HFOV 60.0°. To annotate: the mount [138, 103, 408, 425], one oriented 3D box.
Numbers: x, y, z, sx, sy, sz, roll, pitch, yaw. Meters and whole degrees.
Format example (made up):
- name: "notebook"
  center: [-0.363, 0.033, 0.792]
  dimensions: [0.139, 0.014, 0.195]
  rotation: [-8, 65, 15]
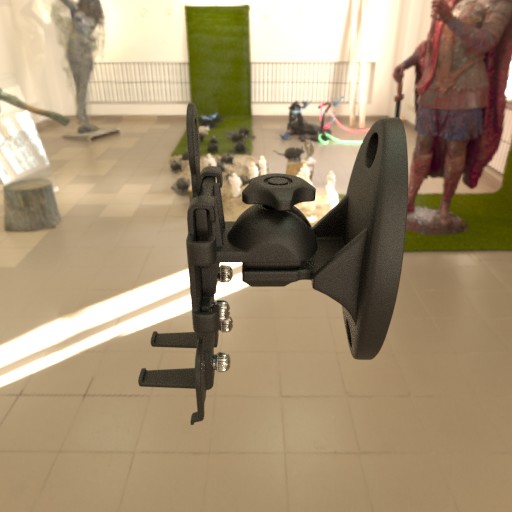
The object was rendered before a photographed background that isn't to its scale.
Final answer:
- name: "mount"
  center: [0.000, 0.000, 0.179]
  dimensions: [0.100, 0.118, 0.066]
  rotation: [0, 28, 0]
